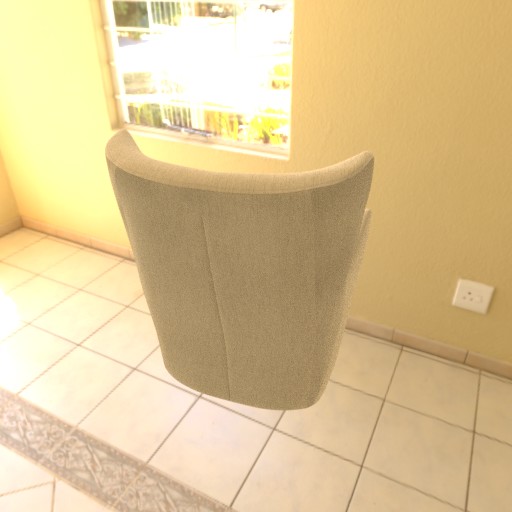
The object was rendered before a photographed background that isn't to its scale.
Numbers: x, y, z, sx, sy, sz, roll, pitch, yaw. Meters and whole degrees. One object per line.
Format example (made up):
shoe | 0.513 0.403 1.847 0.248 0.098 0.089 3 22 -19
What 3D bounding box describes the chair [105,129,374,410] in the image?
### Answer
chair | 0.000 0.000 1.679 0.779 1.000 0.904 9 33 15
